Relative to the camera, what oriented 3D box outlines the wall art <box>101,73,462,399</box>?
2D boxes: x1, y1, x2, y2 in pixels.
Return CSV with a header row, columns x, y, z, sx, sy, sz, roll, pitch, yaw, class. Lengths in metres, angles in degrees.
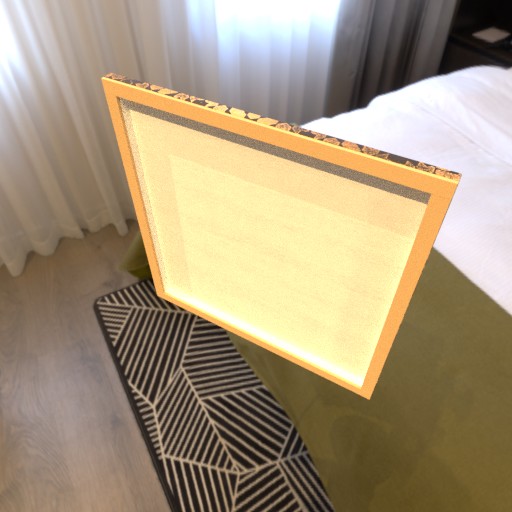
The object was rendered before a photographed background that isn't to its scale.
x,y,z,sx,sy,sz,roll,pitch,yaw,class
0.000,0.000,1.346,0.914,0.914,0.038,22,50,20,wall art
